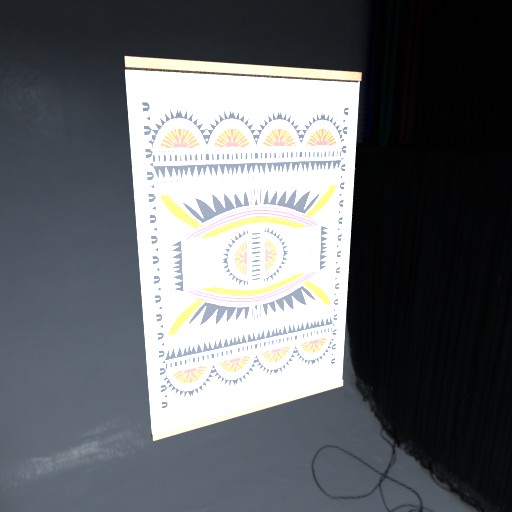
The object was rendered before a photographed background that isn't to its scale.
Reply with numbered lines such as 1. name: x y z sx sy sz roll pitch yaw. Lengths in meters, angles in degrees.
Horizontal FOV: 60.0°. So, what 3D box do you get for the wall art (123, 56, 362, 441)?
1. wall art: 0.000 0.000 1.928 0.999 1.533 0.028 -7 17 -25
